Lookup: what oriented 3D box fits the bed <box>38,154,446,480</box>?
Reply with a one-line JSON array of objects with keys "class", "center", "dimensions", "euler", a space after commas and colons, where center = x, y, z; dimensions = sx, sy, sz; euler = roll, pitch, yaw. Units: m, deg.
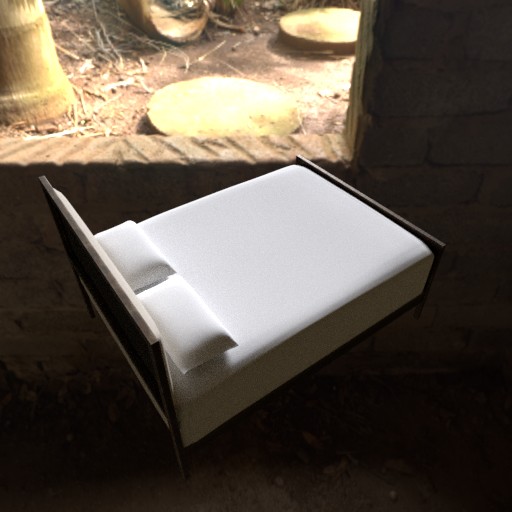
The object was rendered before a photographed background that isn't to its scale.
[{"class": "bed", "center": [0.000, 0.000, 3.217], "dimensions": [2.221, 1.313, 1.607], "euler": [-25, 47, -26]}]
